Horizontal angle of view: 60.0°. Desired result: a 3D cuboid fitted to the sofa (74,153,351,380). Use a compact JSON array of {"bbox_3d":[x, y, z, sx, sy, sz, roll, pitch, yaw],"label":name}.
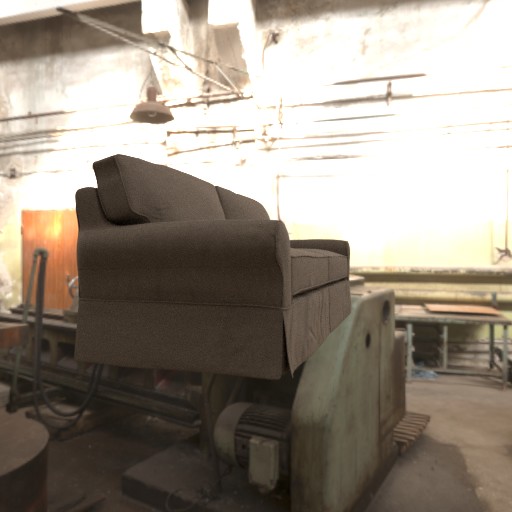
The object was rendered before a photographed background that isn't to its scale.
[{"bbox_3d":[0.000,0.000,2.803,0.991,0.943,2.248,0,0,19],"label":"sofa"}]
